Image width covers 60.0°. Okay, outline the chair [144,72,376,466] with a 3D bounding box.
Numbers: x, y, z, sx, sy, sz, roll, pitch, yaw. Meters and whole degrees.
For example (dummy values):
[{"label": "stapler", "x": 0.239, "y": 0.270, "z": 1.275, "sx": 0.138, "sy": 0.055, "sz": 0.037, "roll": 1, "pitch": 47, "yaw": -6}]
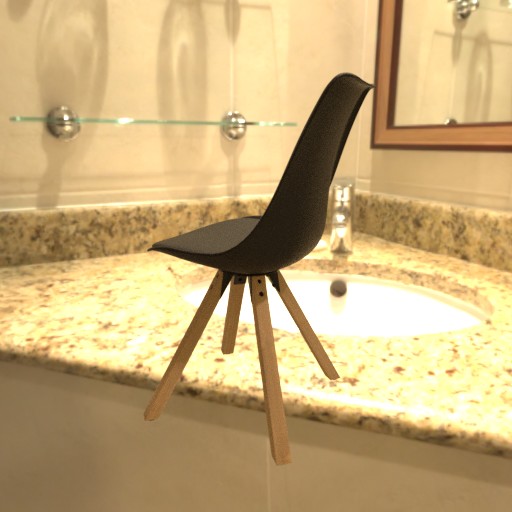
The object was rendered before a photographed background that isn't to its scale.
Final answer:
[{"label": "chair", "x": 0.000, "y": 0.000, "z": 1.171, "sx": 0.549, "sy": 0.850, "sz": 0.485, "roll": 7, "pitch": 16, "yaw": 25}]
